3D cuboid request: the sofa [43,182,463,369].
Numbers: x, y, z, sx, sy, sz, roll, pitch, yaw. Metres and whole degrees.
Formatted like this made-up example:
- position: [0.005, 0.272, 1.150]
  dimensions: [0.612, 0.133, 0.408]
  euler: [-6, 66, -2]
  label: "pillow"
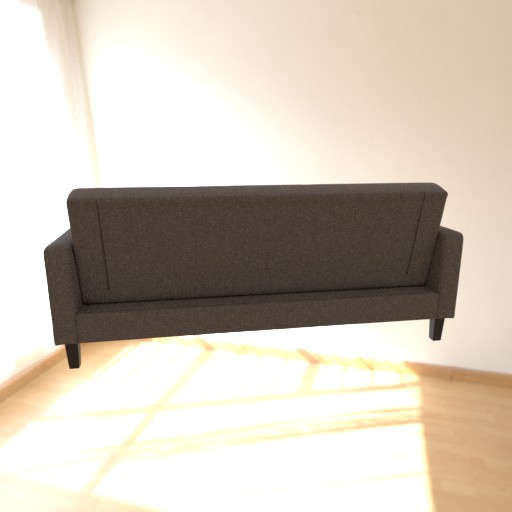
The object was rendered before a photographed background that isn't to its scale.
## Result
- position: [0.000, 0.000, 2.504]
  dimensions: [2.040, 0.850, 0.810]
  euler: [-2, 15, -9]
  label: "sofa"
